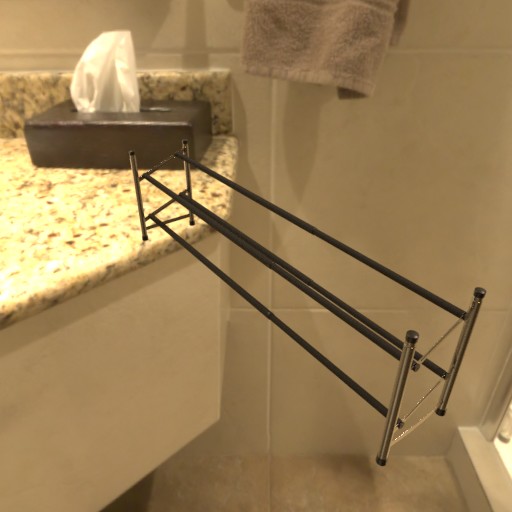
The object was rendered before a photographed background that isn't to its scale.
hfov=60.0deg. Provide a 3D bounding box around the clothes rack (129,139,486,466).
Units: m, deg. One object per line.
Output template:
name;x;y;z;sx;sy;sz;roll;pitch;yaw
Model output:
clothes rack;0.000;0.000;1.265;0.229;0.349;1.168;-21;38;-30
